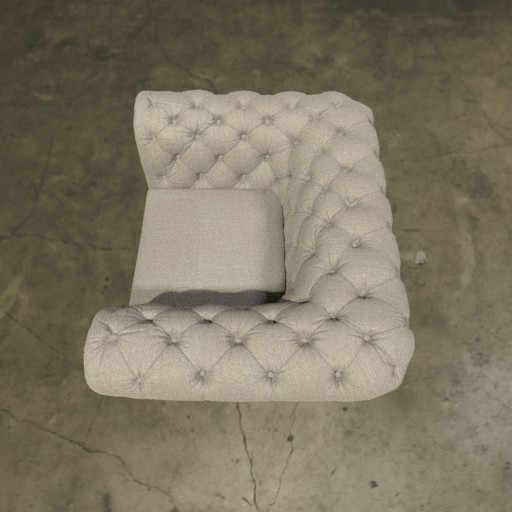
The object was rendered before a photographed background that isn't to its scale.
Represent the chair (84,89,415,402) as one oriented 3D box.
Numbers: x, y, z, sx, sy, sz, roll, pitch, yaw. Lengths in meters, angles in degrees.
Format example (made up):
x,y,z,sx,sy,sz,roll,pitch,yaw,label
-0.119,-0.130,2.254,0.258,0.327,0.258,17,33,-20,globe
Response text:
x,y,z,sx,sy,sz,roll,pitch,yaw,label
0.000,0.000,1.829,0.976,0.770,1.270,0,60,0,chair
